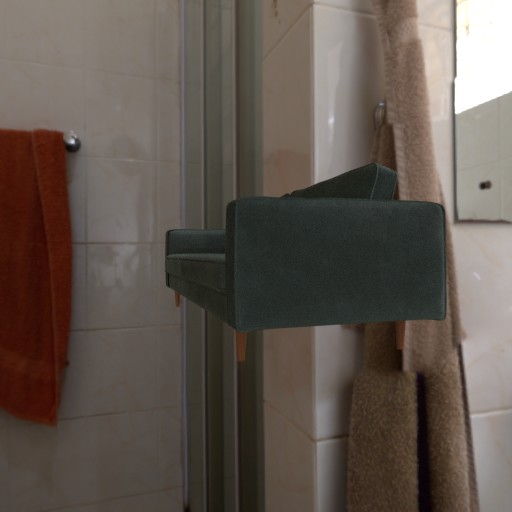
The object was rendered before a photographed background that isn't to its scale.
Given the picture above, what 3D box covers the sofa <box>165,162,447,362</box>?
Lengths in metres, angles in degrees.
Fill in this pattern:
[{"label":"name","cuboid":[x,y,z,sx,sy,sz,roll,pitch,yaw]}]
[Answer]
[{"label":"sofa","cuboid":[0.000,0.000,2.625,0.886,0.781,2.214,0,0,-17]}]
